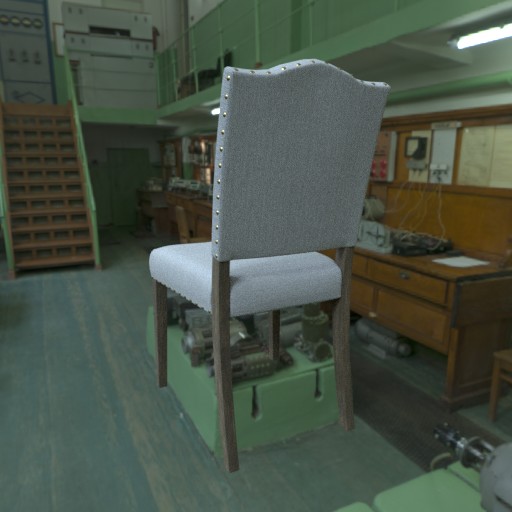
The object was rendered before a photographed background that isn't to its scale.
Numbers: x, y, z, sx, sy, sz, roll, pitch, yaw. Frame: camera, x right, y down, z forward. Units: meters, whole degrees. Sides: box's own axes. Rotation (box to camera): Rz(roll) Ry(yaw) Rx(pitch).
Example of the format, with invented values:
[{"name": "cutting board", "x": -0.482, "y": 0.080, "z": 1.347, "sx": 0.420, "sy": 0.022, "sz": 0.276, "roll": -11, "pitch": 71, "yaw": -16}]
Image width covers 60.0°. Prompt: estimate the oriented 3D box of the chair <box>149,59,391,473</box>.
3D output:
[{"name": "chair", "x": 0.000, "y": 0.000, "z": 1.349, "sx": 0.508, "sy": 1.020, "sz": 0.620, "roll": -7, "pitch": 14, "yaw": -27}]
